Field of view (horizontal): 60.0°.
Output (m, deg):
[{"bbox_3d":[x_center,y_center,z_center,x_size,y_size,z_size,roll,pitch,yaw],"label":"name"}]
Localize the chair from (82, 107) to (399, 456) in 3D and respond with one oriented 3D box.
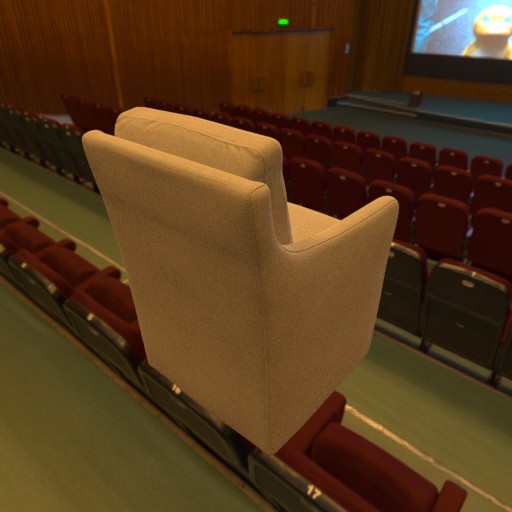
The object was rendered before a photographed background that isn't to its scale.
[{"bbox_3d":[0.000,0.000,1.382,0.626,0.914,0.694,24,38,34],"label":"chair"}]
